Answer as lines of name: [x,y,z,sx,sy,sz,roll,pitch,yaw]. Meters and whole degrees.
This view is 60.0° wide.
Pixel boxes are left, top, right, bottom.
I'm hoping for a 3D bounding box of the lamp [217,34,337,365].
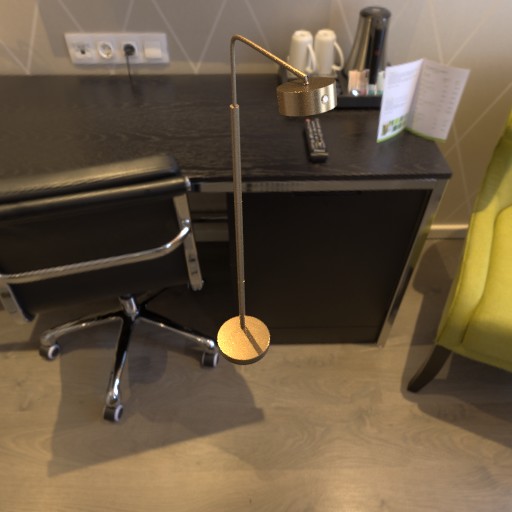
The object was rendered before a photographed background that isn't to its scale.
lamp: [0.000,0.000,1.375,0.219,1.230,0.418,-24,51,-21]
